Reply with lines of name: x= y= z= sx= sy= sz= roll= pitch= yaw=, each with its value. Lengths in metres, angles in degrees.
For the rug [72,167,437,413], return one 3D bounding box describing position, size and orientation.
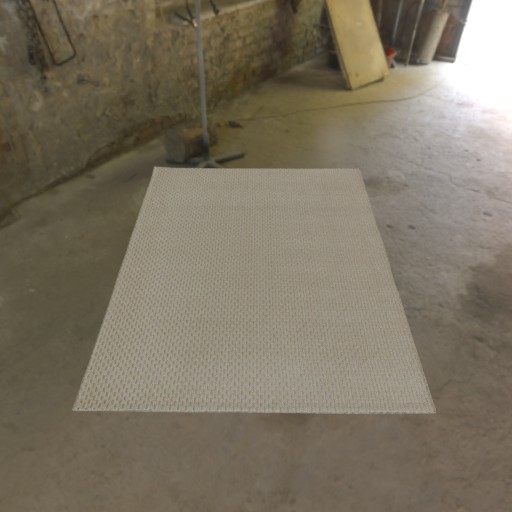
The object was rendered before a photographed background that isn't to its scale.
rug: x=0.000 y=0.000 z=3.830 sx=2.277 sy=0.035 sz=2.897 roll=0 pitch=42 yaw=0
